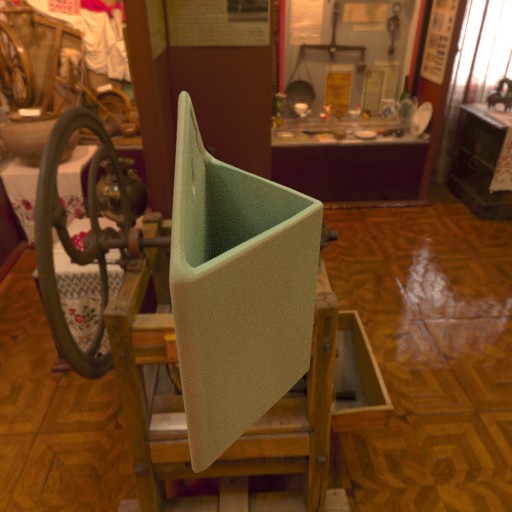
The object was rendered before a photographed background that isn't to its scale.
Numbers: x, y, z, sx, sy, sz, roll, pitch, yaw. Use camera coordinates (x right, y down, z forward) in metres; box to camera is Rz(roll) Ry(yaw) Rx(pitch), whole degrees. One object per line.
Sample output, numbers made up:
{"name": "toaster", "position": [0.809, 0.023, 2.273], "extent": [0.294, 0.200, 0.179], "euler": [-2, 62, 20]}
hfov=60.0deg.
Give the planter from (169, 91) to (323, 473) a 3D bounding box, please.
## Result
{"name": "planter", "position": [0.000, 0.000, 0.277], "extent": [0.079, 0.197, 0.164], "euler": [-1, 32, -1]}
